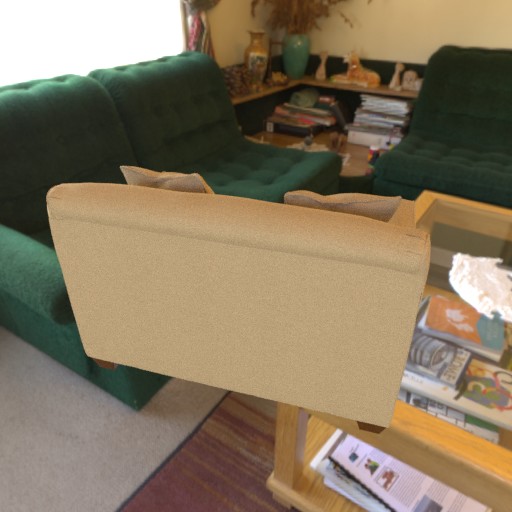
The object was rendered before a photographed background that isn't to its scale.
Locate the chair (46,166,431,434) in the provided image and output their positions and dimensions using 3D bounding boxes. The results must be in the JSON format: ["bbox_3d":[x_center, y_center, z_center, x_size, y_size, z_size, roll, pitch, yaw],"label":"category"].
[{"bbox_3d":[0.000,0.000,2.074,1.383,0.948,1.000,9,33,14],"label":"chair"}]
